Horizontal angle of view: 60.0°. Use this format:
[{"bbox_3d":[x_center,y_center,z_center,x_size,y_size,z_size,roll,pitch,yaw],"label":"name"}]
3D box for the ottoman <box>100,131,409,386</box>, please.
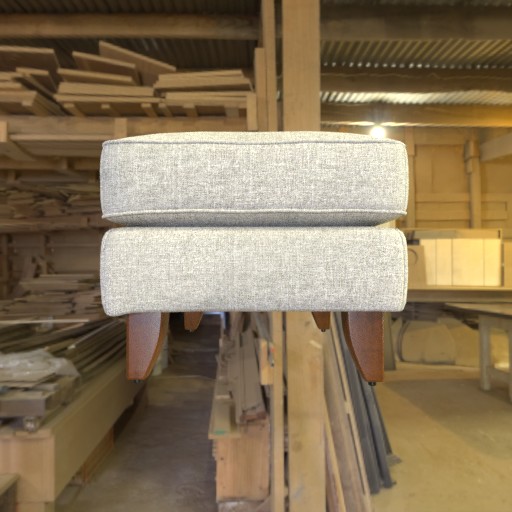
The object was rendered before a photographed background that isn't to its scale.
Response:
[{"bbox_3d":[0.000,0.000,1.318,0.661,0.561,0.889,0,-1,1],"label":"ottoman"}]
